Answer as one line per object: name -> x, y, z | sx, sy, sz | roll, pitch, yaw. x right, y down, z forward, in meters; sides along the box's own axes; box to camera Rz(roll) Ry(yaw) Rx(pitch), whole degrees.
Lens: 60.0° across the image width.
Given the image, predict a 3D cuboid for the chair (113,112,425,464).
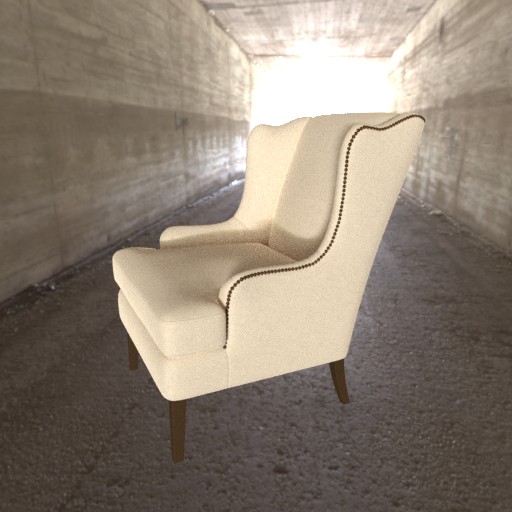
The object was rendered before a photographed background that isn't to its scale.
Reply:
chair -> 0.000, 0.000, 1.655 | 0.940, 1.029, 0.737 | -8, 18, -26
